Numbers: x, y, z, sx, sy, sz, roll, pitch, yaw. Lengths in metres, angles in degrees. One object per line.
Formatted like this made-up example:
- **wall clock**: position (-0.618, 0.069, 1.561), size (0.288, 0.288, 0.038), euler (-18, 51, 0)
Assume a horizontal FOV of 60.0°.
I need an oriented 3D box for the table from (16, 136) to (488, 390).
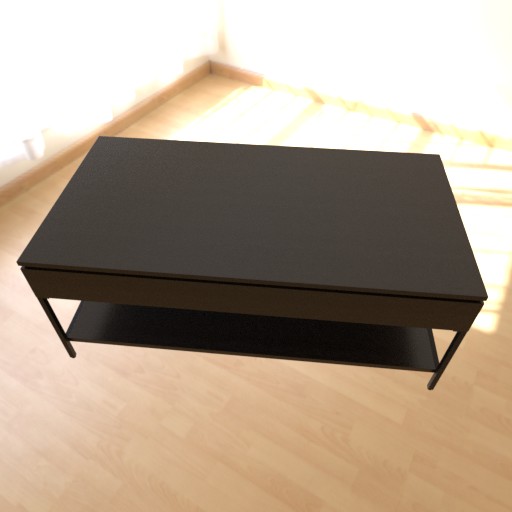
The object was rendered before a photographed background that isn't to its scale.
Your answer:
- **table**: position (0.000, 0.000, 1.376), size (1.095, 0.435, 0.574), euler (4, 46, 4)
